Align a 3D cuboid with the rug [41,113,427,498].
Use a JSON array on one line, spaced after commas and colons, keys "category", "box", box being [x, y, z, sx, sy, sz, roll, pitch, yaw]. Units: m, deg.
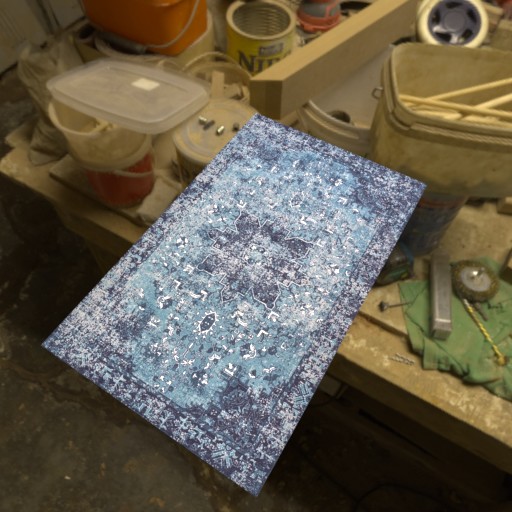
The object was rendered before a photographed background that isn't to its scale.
[{"category": "rug", "box": [0.000, 0.000, 2.993, 1.525, 0.007, 2.440, 28, 62, 16]}]
